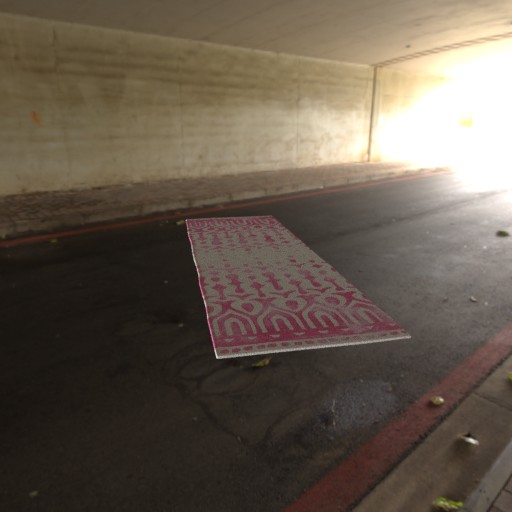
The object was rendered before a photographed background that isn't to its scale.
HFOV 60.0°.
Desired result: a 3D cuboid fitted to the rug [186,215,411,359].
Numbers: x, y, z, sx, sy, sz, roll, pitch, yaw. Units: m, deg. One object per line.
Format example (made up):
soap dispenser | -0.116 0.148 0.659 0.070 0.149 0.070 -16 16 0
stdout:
rug | 0.000 0.000 2.811 0.787 0.011 2.458 -3 17 -11
